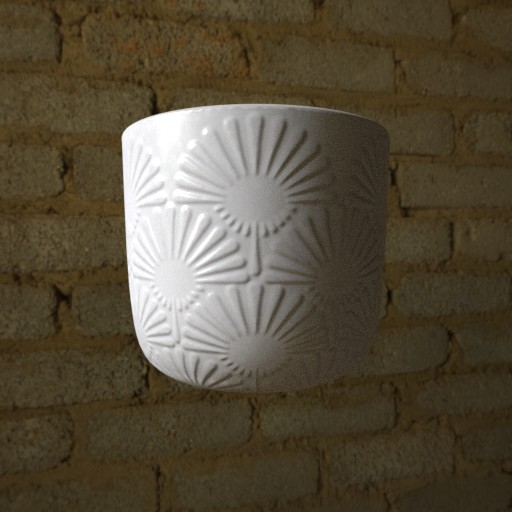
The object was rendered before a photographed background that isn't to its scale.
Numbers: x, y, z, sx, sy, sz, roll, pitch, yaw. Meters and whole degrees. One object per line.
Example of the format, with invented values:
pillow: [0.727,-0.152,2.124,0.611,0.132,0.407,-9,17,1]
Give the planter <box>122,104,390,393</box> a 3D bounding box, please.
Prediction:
planter: [0.000,0.000,0.215,0.124,0.109,0.124,0,2,0]
